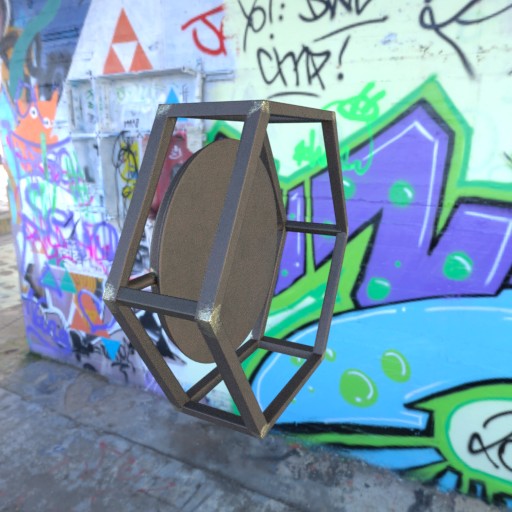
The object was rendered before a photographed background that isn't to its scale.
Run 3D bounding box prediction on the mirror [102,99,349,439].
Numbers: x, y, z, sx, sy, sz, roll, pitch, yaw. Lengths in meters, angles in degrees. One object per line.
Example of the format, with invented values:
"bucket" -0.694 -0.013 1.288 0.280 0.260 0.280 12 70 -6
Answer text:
"mirror" 0.000 0.000 0.527 0.119 0.334 0.380 8 17 26
